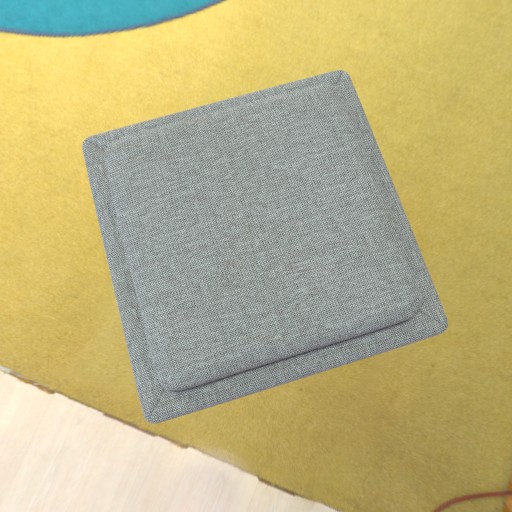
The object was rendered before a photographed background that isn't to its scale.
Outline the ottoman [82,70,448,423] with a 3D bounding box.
[{"bbox_3d":[0.000,0.000,0.827,0.450,0.460,0.450,-16,77,-4],"label":"ottoman"}]
